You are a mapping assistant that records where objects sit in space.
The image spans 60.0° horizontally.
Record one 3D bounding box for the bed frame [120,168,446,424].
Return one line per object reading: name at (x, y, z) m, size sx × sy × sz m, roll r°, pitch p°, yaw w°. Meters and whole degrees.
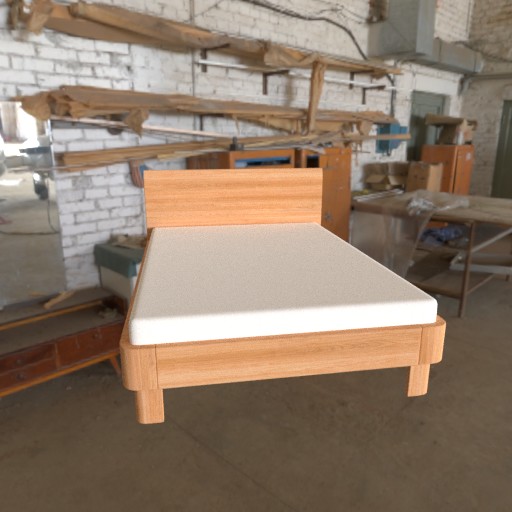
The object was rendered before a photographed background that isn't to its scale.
bed frame at (0.000, 0.000, 2.814) m, size 1.472 × 0.940 × 1.992 m, roll -3°, pitch 16°, yaw -9°
